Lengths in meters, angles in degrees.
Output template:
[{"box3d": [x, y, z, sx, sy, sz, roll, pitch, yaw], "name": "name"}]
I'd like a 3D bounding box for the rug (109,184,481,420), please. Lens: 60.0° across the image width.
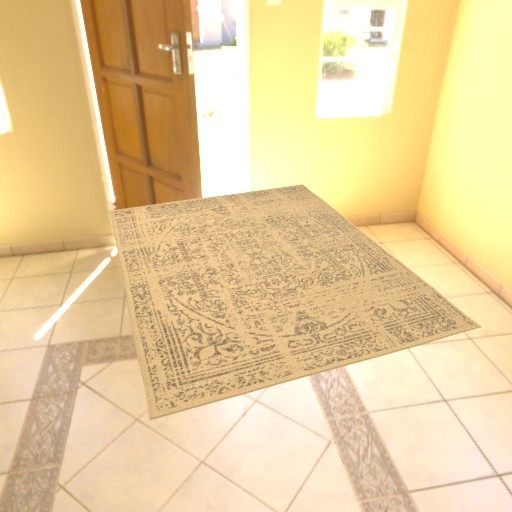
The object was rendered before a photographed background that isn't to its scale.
[{"box3d": [0.000, 0.000, 3.937, 2.311, 0.032, 2.921, -10, 32, -17], "name": "rug"}]
